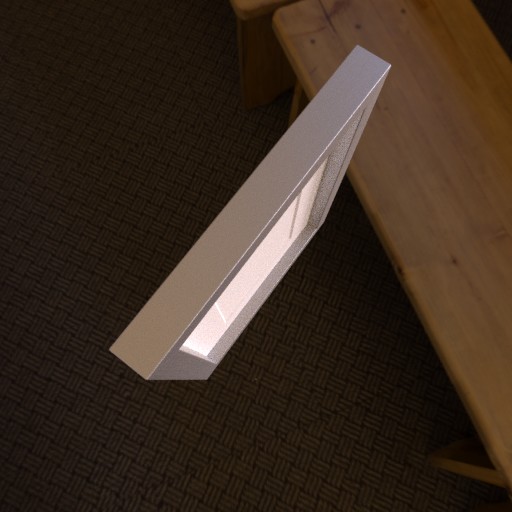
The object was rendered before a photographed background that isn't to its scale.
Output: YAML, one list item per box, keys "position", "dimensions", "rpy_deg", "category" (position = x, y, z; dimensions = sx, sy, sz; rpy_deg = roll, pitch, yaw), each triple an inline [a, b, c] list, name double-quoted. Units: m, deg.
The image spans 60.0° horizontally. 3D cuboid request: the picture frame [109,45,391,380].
- position: [0.000, 0.000, 0.386]
  dimensions: [0.036, 0.282, 0.233]
  rpy_deg: [35, 77, 9]
  category: "picture frame"
